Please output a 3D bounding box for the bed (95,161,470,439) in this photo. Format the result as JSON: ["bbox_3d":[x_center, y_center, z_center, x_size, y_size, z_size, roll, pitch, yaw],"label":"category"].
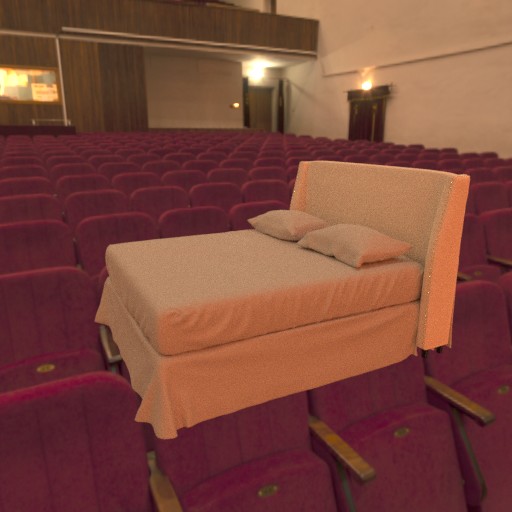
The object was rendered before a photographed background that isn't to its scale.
[{"bbox_3d":[0.000,0.000,3.436,2.276,1.332,1.925,-8,17,-26],"label":"bed"}]
